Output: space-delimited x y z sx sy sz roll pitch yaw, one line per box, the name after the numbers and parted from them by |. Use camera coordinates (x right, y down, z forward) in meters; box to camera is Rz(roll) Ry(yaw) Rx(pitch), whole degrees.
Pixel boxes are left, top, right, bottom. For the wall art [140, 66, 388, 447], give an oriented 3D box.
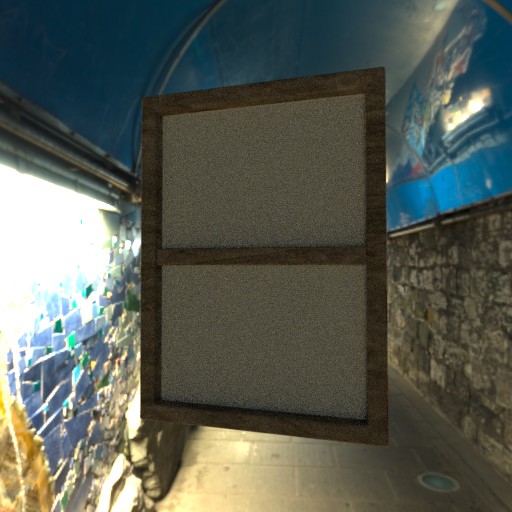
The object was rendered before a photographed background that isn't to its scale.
0.000 0.000 0.782 0.443 0.605 0.035 0 -2 17 | wall art
